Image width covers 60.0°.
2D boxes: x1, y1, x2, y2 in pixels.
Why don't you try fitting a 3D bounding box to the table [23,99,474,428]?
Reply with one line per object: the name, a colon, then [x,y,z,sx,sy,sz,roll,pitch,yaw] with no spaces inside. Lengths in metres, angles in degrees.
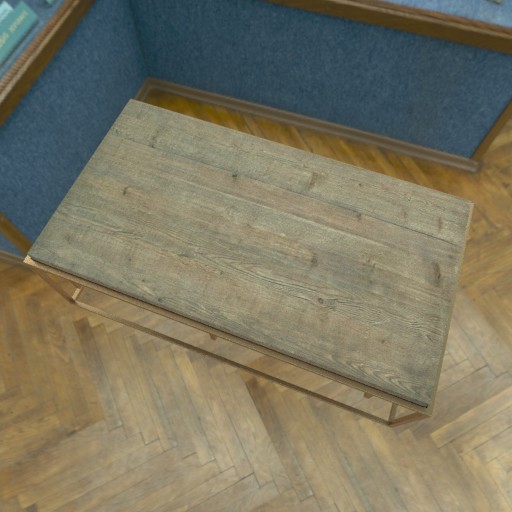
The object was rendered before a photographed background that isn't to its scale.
table: [0.000,0.000,1.722,1.387,0.468,0.775,19,66,9]
